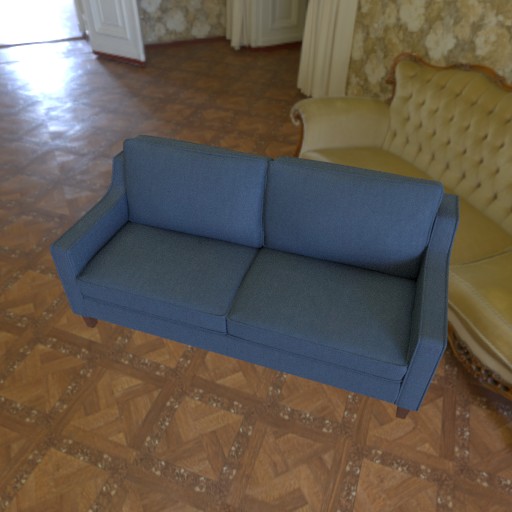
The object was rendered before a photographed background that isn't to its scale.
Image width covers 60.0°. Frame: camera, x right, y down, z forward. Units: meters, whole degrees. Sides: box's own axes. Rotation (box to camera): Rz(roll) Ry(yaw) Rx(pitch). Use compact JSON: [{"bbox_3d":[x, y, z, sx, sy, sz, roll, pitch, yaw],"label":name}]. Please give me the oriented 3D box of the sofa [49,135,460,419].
[{"bbox_3d":[0.000,0.000,2.743,2.178,1.071,1.066,13,42,14],"label":"sofa"}]
